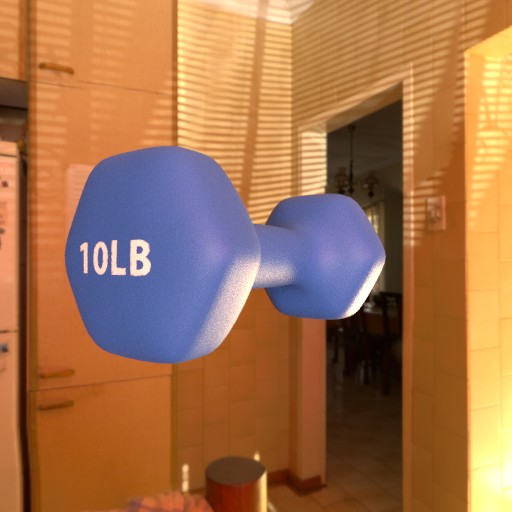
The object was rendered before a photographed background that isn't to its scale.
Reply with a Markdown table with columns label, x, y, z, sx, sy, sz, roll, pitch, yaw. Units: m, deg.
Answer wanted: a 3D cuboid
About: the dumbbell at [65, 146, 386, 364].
| label | x | y | z | sx | sy | sz | roll | pitch | yaw |
| --- | --- | --- | --- | --- | --- | --- | --- | --- | --- |
| dumbbell | 0.000 | 0.000 | 0.269 | 0.103 | 0.093 | 0.212 | 0 | -1 | 35 |
